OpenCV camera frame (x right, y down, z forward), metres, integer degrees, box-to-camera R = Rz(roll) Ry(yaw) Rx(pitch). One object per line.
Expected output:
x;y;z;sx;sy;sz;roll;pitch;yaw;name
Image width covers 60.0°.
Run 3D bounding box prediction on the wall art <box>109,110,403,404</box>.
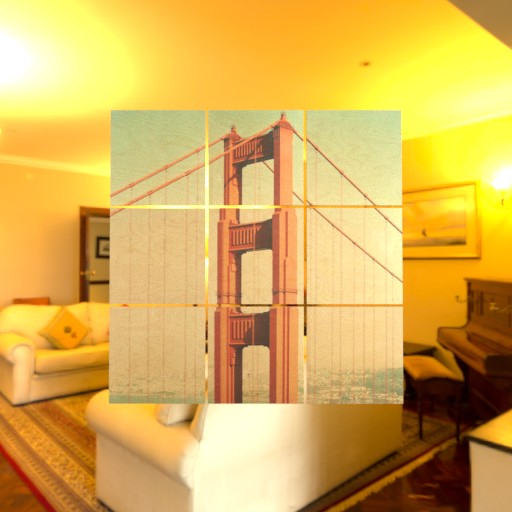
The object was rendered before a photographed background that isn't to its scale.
0.000;0.000;2.304;1.517;1.523;0.013;0;-1;0;wall art
